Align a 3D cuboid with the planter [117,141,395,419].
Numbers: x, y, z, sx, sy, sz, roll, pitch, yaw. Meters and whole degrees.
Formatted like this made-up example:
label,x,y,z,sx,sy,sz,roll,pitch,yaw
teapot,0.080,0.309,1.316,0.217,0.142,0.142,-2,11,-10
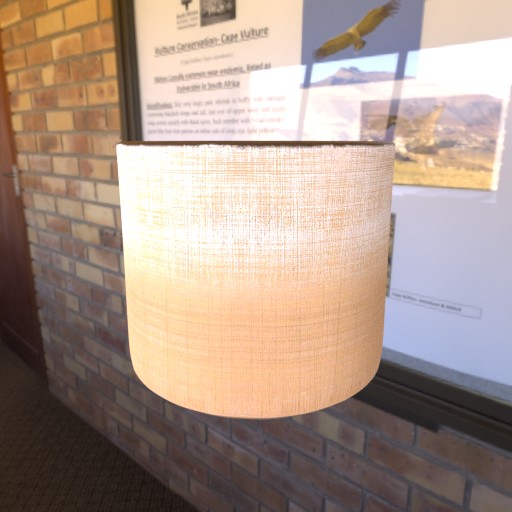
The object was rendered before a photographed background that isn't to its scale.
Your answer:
label,x,y,z,sx,sy,sz,roll,pitch,yaw
planter,0.000,0.000,0.441,0.254,0.221,0.254,0,15,0
